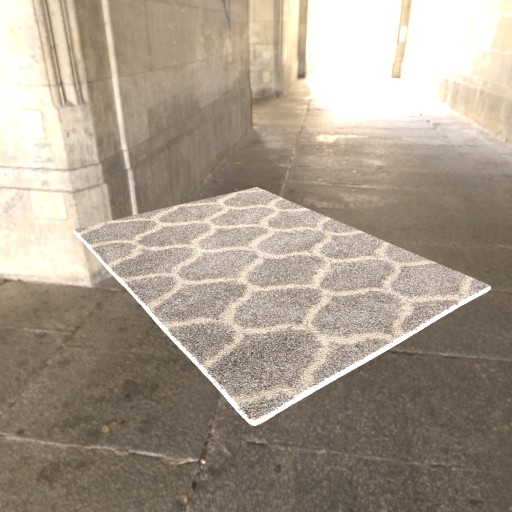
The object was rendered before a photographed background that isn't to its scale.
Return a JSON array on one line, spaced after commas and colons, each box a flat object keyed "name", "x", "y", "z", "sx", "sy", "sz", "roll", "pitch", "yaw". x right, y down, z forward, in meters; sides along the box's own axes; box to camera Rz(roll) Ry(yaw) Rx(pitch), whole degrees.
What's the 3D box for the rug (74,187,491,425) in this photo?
[{"name": "rug", "x": 0.000, "y": 0.000, "z": 2.054, "sx": 1.200, "sy": 0.025, "sz": 1.600, "roll": -18, "pitch": 32, "yaw": -32}]
